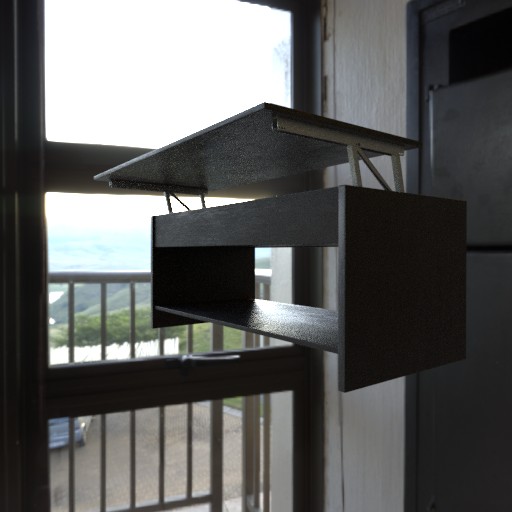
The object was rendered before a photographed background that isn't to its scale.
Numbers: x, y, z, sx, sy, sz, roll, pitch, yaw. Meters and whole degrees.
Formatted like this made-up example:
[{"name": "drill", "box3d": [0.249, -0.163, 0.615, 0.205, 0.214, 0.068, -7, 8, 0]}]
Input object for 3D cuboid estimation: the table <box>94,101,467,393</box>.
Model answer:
[{"name": "table", "box3d": [0.000, 0.000, 1.415, 0.712, 0.570, 1.000, 0, 1, -37]}]
